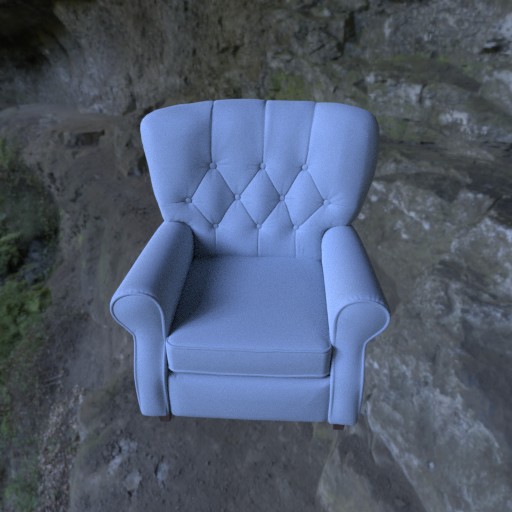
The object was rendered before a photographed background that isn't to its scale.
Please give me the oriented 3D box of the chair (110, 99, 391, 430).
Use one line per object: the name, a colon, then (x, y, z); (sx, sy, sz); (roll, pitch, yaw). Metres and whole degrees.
chair: (0.000, 0.000, 2.023); (1.090, 1.217, 1.128); (2, 30, 3)
